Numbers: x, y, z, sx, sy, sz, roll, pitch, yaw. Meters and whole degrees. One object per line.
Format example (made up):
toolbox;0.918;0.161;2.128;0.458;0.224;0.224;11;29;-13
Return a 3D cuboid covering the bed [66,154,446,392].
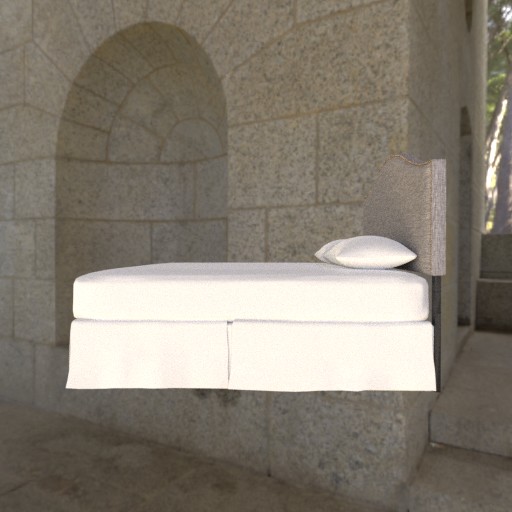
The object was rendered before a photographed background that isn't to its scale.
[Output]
bed;0.000;0.000;2.927;1.870;1.295;1.610;0;1;2
